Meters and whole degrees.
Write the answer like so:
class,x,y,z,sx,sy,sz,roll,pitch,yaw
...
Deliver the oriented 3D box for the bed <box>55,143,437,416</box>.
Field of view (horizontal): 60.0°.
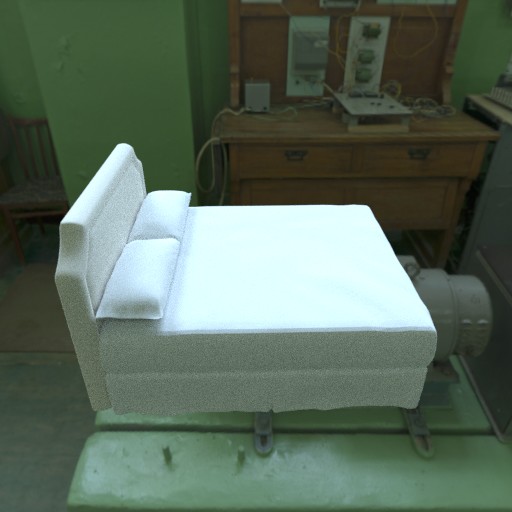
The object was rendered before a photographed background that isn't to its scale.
class,x,y,z,sx,sy,sz,roll,pitch,yaw
bed,0.000,0.000,3.864,2.548,1.524,2.134,-1,32,-1
